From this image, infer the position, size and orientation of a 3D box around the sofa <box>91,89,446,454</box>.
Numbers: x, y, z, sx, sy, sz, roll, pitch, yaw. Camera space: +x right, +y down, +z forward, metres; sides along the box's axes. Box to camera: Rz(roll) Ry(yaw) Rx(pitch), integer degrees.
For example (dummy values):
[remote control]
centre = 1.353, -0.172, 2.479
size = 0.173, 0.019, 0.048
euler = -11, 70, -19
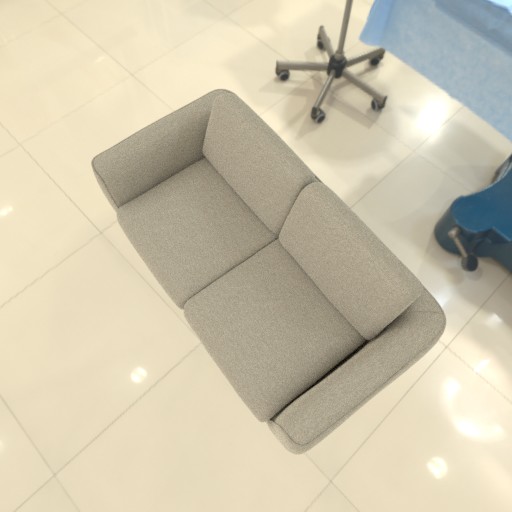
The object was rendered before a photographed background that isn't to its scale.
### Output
[sofa]
centre = 0.000, 0.000, 2.202
size = 0.920, 0.850, 1.700
euler = -34, 69, -15
